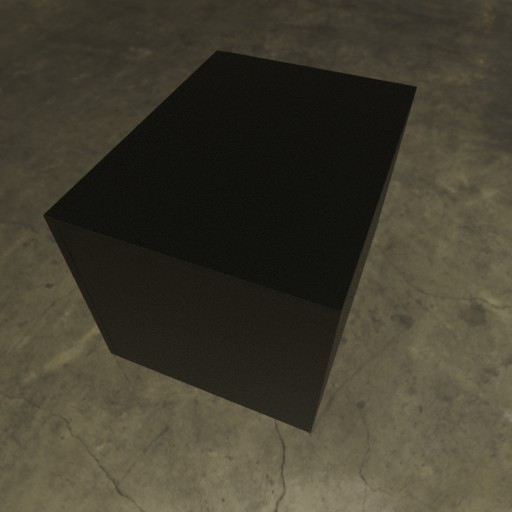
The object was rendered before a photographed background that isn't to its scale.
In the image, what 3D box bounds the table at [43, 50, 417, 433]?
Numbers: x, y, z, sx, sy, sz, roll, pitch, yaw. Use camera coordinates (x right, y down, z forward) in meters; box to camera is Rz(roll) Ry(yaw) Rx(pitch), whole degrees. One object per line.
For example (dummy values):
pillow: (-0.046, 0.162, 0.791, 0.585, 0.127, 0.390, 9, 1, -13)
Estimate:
table: (0.000, 0.000, 0.955, 0.441, 0.584, 0.564, 17, 51, 14)
